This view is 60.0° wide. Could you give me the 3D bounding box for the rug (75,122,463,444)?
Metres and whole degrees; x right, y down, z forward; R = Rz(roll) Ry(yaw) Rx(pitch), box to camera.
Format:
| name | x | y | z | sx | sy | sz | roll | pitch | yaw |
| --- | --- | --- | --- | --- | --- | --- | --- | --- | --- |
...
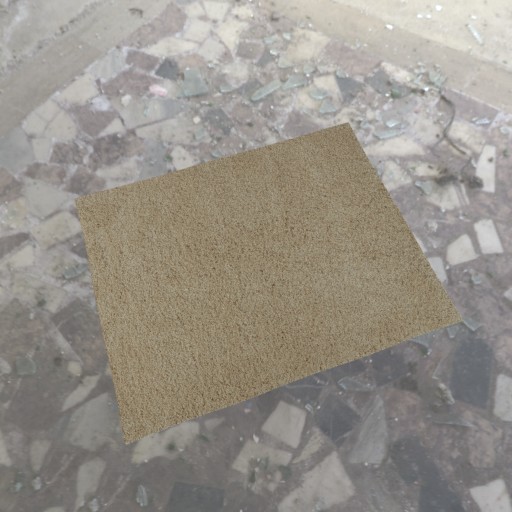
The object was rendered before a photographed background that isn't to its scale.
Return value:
| name | x | y | z | sx | sy | sz | roll | pitch | yaw |
| --- | --- | --- | --- | --- | --- | --- | --- | --- | --- |
| rug | 0.000 | 0.000 | 4.159 | 3.000 | 0.025 | 2.400 | -18 | 65 | -8 |
